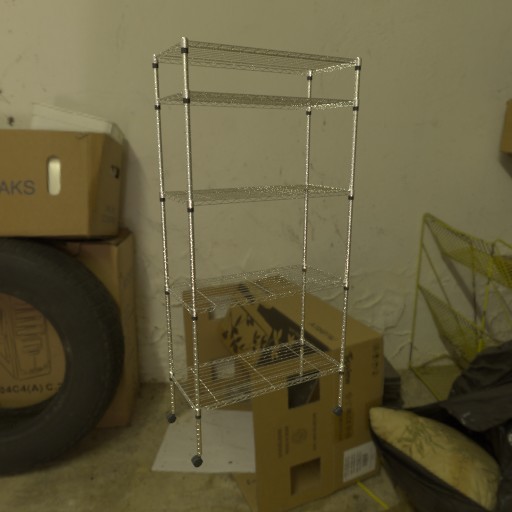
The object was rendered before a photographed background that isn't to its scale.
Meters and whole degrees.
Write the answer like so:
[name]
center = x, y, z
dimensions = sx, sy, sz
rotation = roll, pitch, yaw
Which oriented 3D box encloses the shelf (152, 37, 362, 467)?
[shelf]
center = 0.000, 0.000, 1.904
dimensions = 0.762, 1.587, 0.356
rotation = -8, 16, -28
